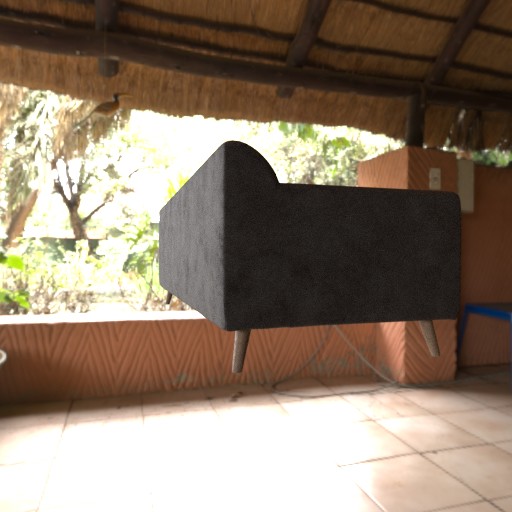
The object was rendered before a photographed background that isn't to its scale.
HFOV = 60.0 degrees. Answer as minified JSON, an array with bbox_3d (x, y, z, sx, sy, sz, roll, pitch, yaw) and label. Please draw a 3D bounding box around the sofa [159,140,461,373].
[{"bbox_3d":[0.000,0.000,2.508,0.900,0.740,2.190,0,0,-17],"label":"sofa"}]
